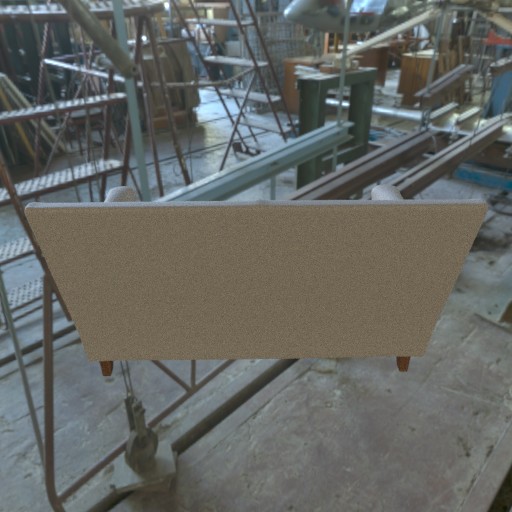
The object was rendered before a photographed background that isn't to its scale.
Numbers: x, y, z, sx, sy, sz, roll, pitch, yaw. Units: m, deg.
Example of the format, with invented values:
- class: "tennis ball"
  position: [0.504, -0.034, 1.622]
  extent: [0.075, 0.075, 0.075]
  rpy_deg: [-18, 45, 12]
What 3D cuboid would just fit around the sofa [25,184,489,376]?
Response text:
- class: "sofa"
  position: [0.000, 0.000, 1.999]
  extent: [1.482, 0.890, 0.888]
  rpy_deg: [-1, 30, -1]
